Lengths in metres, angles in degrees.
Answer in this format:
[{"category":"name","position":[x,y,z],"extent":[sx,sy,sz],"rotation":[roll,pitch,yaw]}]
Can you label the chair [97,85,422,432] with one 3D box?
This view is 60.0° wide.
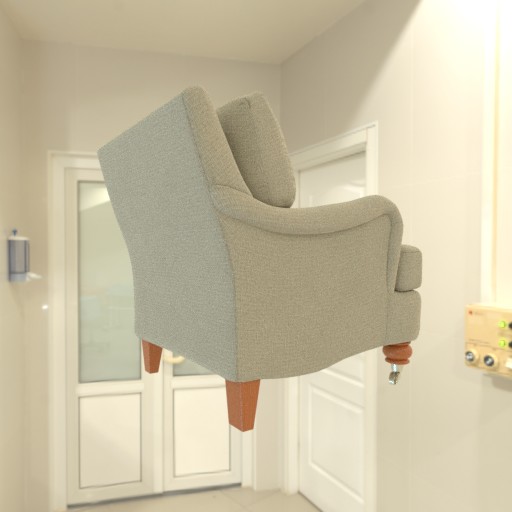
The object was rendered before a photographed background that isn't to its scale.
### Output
[{"category":"chair","position":[0.000,0.000,1.847],"extent":[1.070,1.038,0.955],"rotation":[-1,1,-34]}]
